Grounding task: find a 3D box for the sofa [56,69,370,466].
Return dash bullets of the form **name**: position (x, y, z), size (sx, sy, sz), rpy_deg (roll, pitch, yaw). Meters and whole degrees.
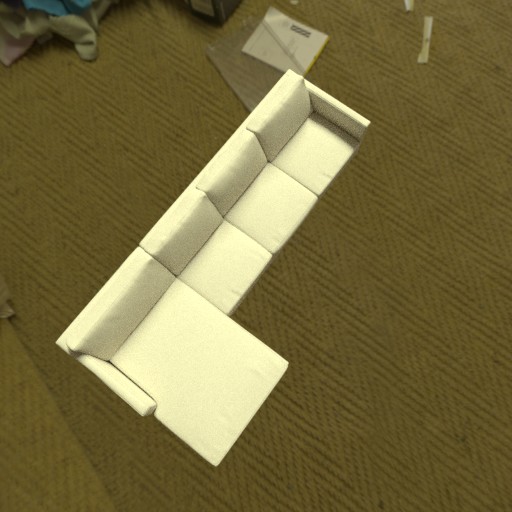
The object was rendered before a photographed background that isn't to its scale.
- **sofa**: position (0.000, 0.000, 3.954), size (1.625, 0.846, 3.186), rpy_deg (36, 78, 9)
